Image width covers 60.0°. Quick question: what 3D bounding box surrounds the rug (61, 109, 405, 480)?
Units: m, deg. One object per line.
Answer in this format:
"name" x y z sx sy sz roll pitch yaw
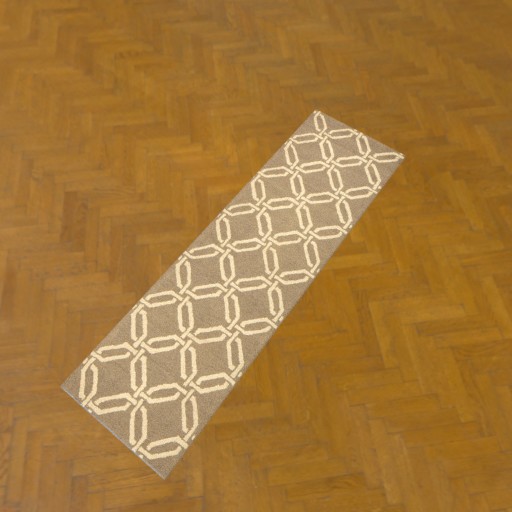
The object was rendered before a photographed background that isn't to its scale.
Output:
"rug" 0.000 0.000 2.476 0.678 0.014 2.276 33 67 16
